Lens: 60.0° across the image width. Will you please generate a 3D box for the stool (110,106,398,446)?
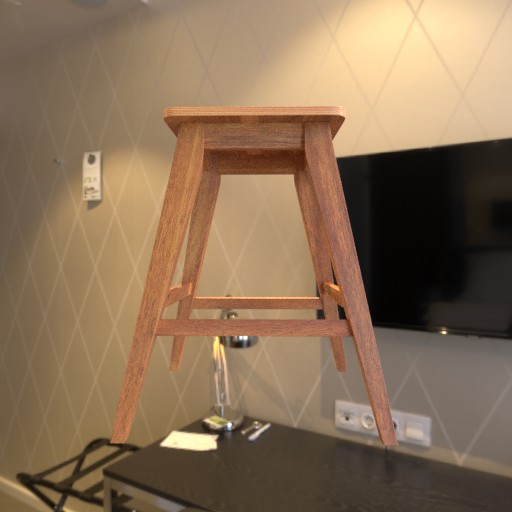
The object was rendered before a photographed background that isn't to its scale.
[{"bbox_3d":[0.000,0.000,1.016,0.500,0.650,0.500,0,0,1],"label":"stool"}]
